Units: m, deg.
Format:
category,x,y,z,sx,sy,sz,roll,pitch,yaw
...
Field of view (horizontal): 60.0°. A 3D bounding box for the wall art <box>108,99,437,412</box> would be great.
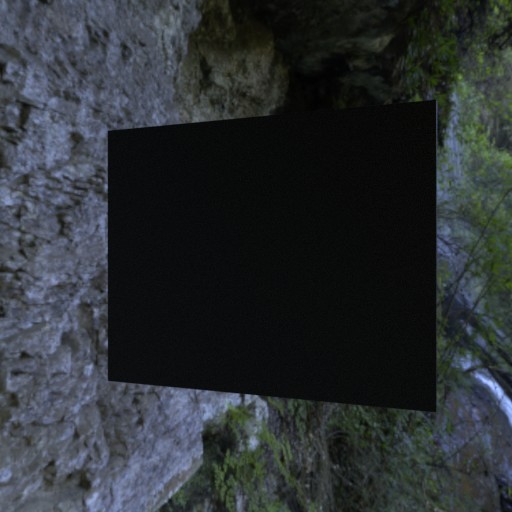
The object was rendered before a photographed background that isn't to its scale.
category,x,y,z,sx,sy,sz,roll,pitch,yaw
wall art,0.000,0.000,0.738,0.558,0.457,0.031,0,0,17
